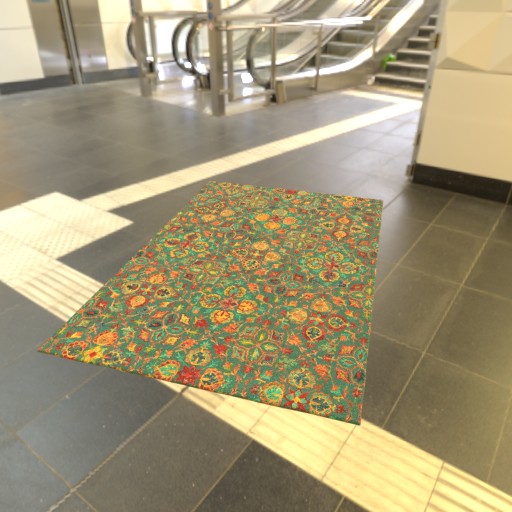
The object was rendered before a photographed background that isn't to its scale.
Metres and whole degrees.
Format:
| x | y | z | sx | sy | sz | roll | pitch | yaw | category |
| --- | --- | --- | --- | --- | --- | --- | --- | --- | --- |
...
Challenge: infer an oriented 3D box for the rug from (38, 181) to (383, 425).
| x | y | z | sx | sy | sz | roll | pitch | yaw | category |
| --- | --- | --- | --- | --- | --- | --- | --- | --- | --- |
| 0.000 | 0.000 | 2.885 | 1.527 | 0.016 | 2.290 | 8 | 32 | 14 | rug |
